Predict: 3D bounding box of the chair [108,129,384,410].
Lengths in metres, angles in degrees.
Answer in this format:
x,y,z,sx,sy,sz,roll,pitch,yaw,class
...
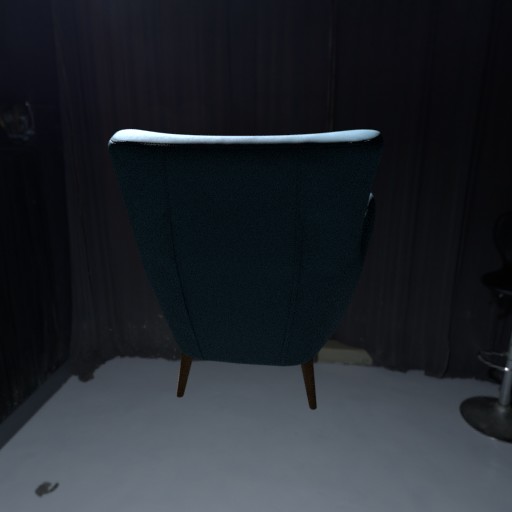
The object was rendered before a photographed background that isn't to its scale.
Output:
x,y,z,sx,sy,sz,roll,pitch,yaw,class
0.000,0.000,1.614,0.890,0.889,0.889,2,17,8,chair
